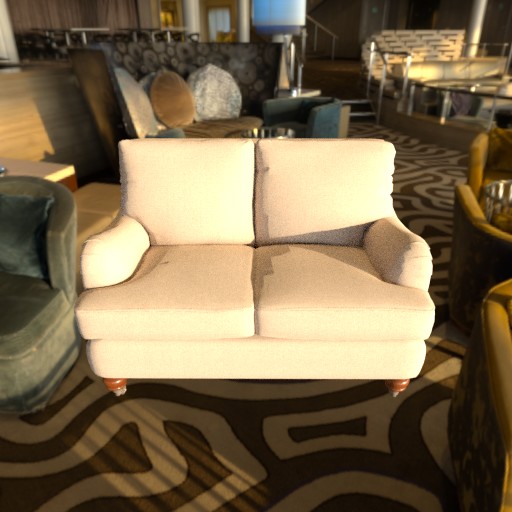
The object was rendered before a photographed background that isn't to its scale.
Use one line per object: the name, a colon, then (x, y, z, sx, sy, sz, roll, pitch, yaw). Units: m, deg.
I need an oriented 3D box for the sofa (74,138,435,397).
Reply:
sofa: (0.000, 0.000, 2.221, 1.508, 1.048, 1.087, 0, 27, 0)
